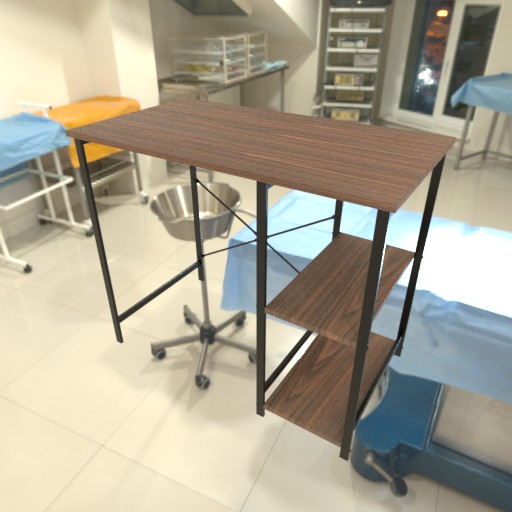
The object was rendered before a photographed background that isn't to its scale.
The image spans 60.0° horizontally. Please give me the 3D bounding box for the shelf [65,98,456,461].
[{"bbox_3d":[0.000,0.000,1.358,0.902,0.750,0.498,18,35,27],"label":"shelf"}]
